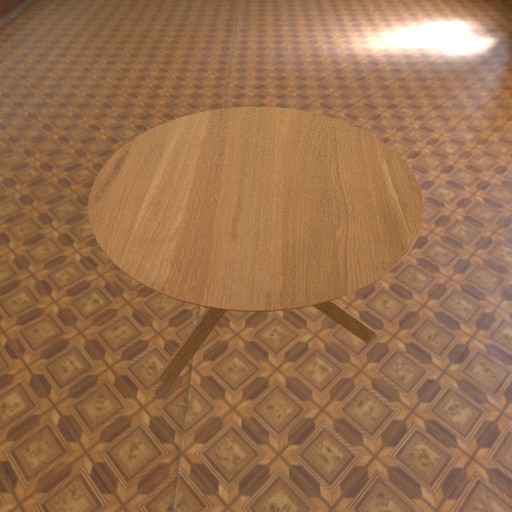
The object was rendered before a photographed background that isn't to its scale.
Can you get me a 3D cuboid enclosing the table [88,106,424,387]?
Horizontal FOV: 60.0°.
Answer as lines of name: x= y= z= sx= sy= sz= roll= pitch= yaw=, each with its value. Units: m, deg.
table: x=0.000 y=0.000 z=1.651 sx=1.038 sy=0.666 sz=1.038 roll=0 pitch=45 yaw=0
